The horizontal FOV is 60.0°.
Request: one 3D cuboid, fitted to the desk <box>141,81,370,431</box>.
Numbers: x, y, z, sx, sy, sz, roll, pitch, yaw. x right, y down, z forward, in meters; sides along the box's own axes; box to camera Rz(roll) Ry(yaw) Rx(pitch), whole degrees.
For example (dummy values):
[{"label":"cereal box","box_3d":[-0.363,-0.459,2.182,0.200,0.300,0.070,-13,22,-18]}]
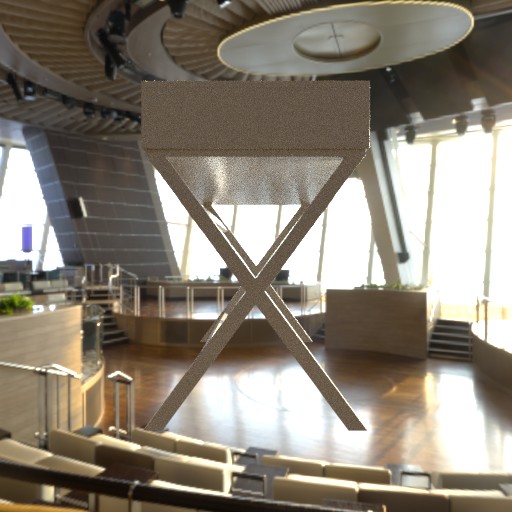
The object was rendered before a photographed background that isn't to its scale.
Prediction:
[{"label":"desk","box_3d":[0.000,0.000,1.508,0.509,0.780,1.059,0,0,0]}]
